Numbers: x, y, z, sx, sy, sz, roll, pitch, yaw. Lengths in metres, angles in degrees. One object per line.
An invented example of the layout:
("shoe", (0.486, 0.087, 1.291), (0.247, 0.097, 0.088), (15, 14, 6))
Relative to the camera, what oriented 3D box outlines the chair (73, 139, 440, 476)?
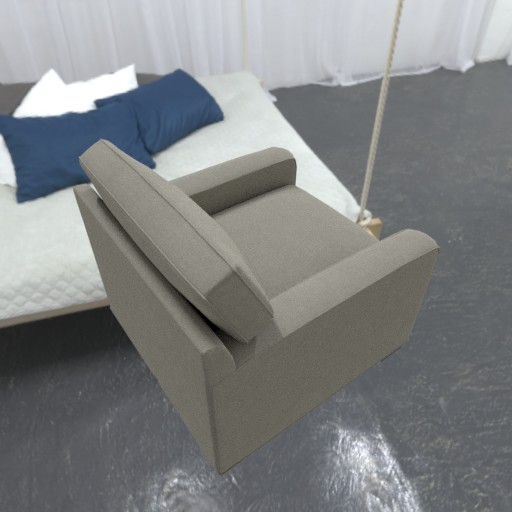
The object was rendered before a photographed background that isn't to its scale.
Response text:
("chair", (0.000, 0.000, 1.819), (1.044, 0.934, 0.999), (-26, 47, -26))
